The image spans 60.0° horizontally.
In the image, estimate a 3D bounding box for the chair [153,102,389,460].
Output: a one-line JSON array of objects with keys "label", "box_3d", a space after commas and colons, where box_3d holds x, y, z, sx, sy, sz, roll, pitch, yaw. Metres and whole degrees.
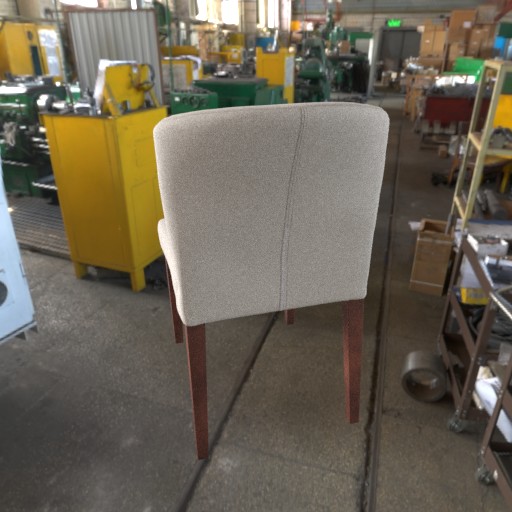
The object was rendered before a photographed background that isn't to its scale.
[{"label": "chair", "box_3d": [0.000, 0.000, 1.184, 0.491, 0.839, 0.592, -7, 27, -15]}]
